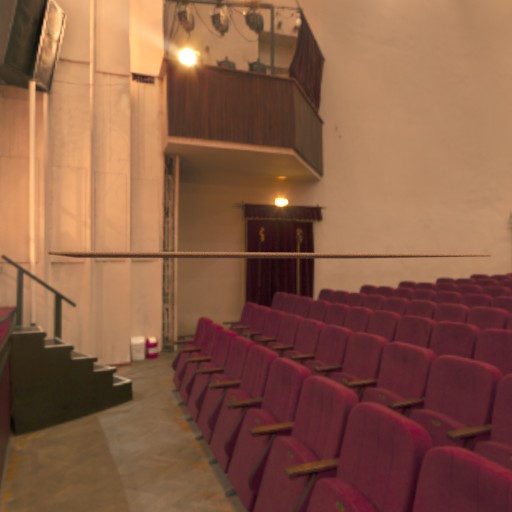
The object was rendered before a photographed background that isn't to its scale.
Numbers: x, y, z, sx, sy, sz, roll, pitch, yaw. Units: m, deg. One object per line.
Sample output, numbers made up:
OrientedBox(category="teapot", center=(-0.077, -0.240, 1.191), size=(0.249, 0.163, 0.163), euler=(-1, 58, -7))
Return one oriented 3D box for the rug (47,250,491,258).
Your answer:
OrientedBox(category="rug", center=(0.000, 0.000, 2.819), size=(2.244, 0.017, 1.532), euler=(0, -1, -19))
